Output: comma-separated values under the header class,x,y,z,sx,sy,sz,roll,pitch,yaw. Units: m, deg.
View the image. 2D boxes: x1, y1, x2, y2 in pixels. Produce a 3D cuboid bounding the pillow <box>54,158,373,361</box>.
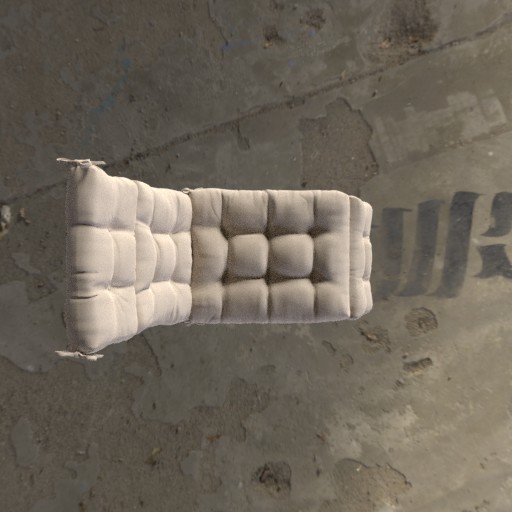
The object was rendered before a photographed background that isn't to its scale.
class,x,y,z,sx,sy,sz,roll,pitch,yaw
pillow,0.000,0.000,1.510,1.016,0.863,0.526,0,90,-1
